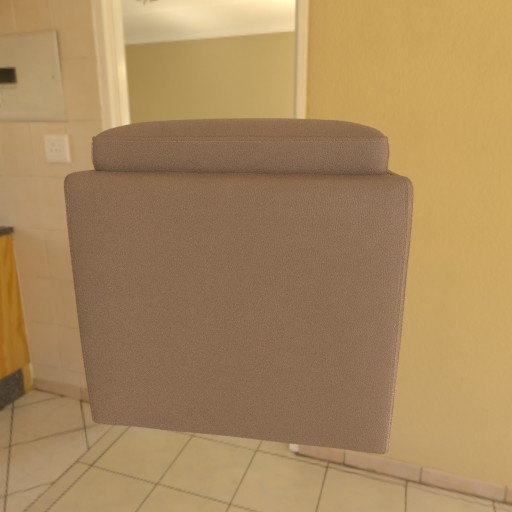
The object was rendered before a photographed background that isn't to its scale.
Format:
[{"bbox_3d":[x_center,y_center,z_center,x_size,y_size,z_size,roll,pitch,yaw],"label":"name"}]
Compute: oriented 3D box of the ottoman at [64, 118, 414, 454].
[{"bbox_3d":[0.000,0.000,0.783,0.451,0.460,0.450,2,15,9],"label":"ottoman"}]
